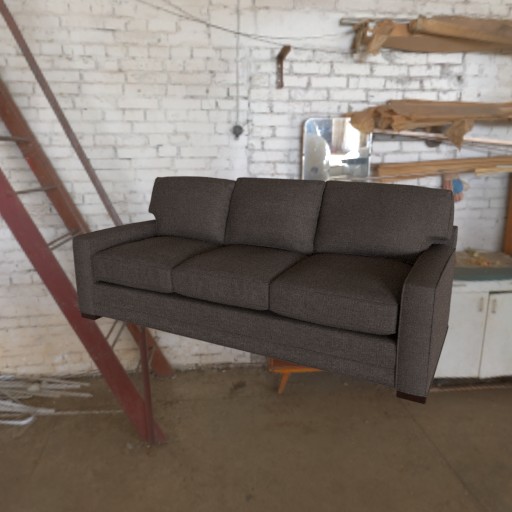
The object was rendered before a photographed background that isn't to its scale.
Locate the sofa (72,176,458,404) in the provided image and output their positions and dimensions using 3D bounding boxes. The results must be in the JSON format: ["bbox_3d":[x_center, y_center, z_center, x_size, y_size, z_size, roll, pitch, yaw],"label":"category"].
[{"bbox_3d":[0.000,0.000,2.946,2.369,0.978,1.004,7,16,27],"label":"sofa"}]
